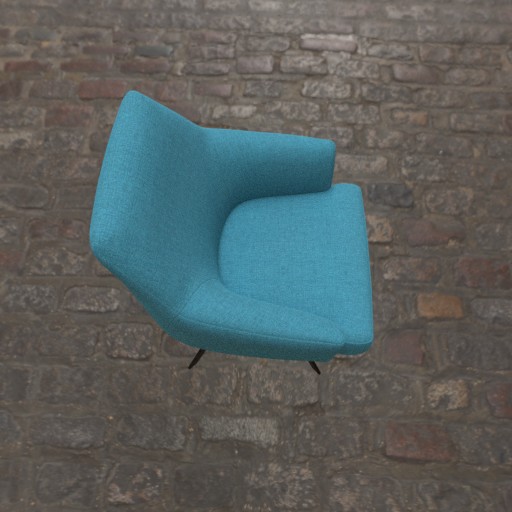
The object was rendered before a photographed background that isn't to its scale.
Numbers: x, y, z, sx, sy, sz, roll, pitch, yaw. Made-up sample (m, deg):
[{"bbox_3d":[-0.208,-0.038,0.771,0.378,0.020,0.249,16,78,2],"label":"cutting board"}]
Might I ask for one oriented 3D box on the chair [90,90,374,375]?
[{"bbox_3d":[0.000,0.000,1.328,0.677,0.874,0.642,2,63,1],"label":"chair"}]
